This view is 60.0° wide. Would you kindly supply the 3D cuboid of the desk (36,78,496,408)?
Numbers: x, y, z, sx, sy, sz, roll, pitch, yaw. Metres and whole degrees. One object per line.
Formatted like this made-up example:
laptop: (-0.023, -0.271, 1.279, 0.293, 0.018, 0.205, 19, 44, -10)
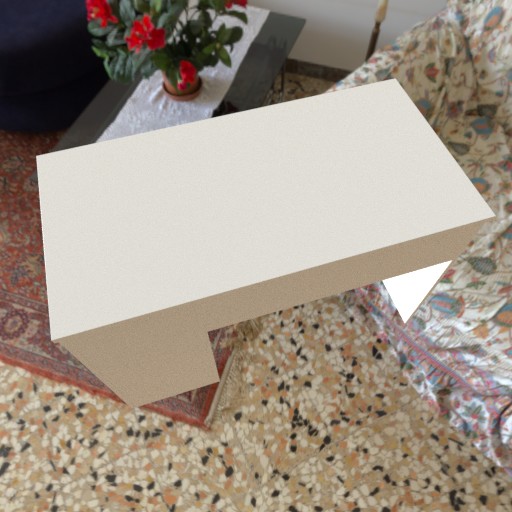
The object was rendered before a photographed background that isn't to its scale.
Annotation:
desk: (0.000, 0.000, 1.488, 1.097, 0.735, 0.560, -15, 60, -9)
